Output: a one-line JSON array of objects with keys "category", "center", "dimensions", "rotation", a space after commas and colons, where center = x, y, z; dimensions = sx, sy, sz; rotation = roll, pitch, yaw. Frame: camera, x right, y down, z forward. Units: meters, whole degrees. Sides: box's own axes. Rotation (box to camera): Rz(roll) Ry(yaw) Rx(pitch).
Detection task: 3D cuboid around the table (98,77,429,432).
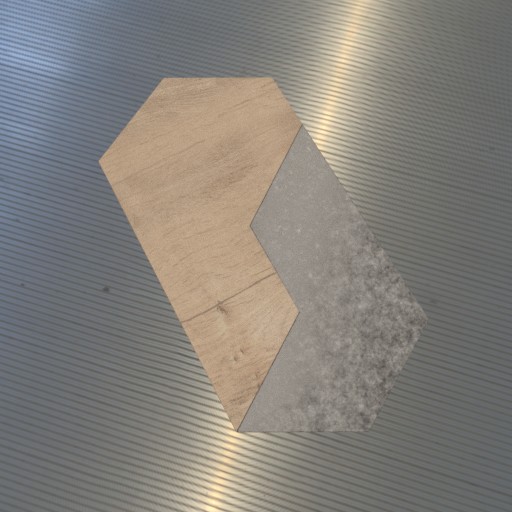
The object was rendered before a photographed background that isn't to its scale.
[{"category": "table", "center": [0.000, 0.000, 1.512], "dimensions": [0.609, 0.457, 1.219], "rotation": [-28, 77, -7]}]
